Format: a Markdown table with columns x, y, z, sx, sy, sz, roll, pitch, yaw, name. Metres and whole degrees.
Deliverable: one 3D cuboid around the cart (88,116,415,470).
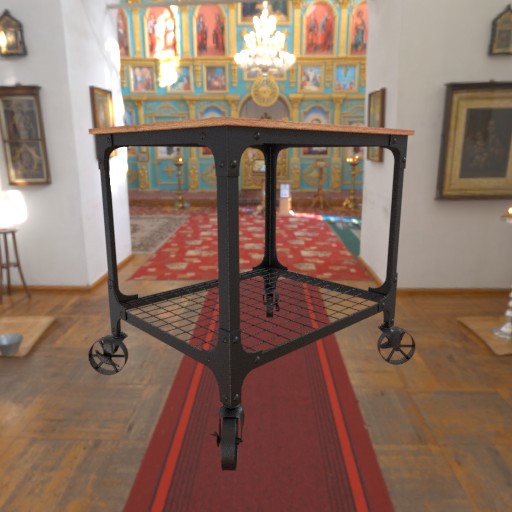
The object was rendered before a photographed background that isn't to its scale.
| x | y | z | sx | sy | sz | roll | pitch | yaw | name |
| --- | --- | --- | --- | --- | --- | --- | --- | --- | --- |
| 0.000 | 0.000 | 1.098 | 0.666 | 0.603 | 0.558 | -12 | 18 | -42 | cart |
